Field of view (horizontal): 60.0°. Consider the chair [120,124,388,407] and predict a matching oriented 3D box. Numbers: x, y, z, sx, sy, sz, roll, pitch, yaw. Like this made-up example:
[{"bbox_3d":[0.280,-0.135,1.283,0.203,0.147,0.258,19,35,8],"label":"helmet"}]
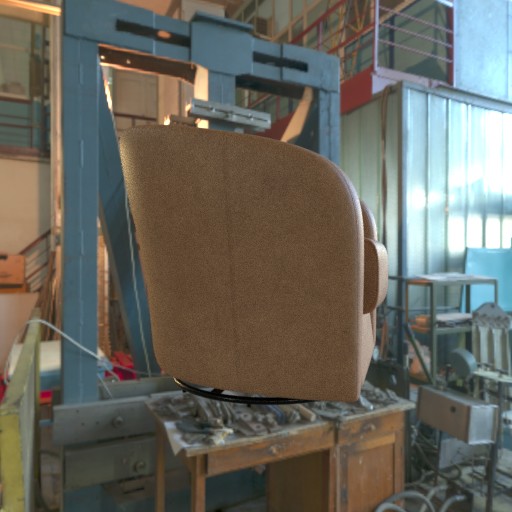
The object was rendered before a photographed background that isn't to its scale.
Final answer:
[{"bbox_3d":[0.000,0.000,1.429,0.815,0.771,0.791,0,0,18],"label":"chair"}]
